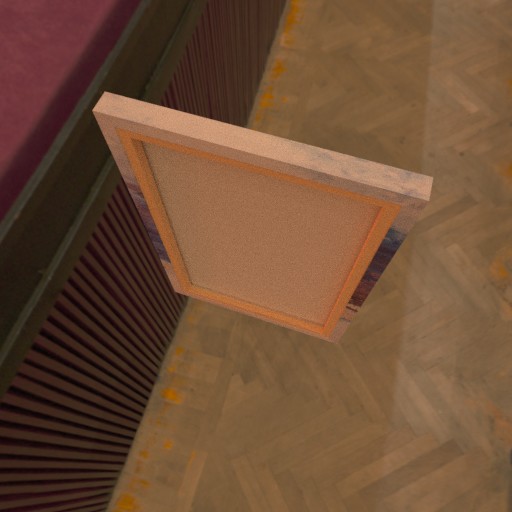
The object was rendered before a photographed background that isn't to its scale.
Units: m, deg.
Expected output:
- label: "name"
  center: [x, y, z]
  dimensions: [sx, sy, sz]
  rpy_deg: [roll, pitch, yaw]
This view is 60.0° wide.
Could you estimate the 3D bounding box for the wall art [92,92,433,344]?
- label: "wall art"
  center: [0.000, 0.000, 1.132]
  dimensions: [0.583, 0.874, 0.048]
  rpy_deg: [17, 66, 8]
